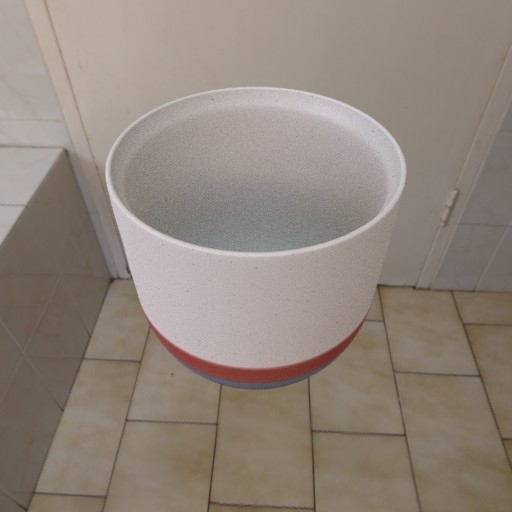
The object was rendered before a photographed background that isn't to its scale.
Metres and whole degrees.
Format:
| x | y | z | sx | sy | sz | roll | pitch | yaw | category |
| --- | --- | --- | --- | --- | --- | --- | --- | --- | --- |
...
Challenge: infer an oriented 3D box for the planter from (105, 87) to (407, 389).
| x | y | z | sx | sy | sz | roll | pitch | yaw | category |
| --- | --- | --- | --- | --- | --- | --- | --- | --- | --- |
| 0.000 | 0.000 | 0.497 | 0.268 | 0.270 | 0.268 | 0 | 45 | 0 | planter |
